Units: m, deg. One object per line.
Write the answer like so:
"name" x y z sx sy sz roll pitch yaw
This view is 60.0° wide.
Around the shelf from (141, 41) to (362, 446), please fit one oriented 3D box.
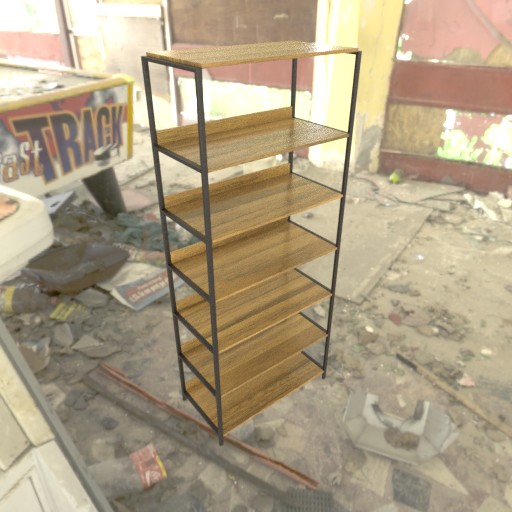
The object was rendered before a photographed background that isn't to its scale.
"shelf" 0.000 0.000 2.378 0.847 2.015 0.431 -22 37 -32
